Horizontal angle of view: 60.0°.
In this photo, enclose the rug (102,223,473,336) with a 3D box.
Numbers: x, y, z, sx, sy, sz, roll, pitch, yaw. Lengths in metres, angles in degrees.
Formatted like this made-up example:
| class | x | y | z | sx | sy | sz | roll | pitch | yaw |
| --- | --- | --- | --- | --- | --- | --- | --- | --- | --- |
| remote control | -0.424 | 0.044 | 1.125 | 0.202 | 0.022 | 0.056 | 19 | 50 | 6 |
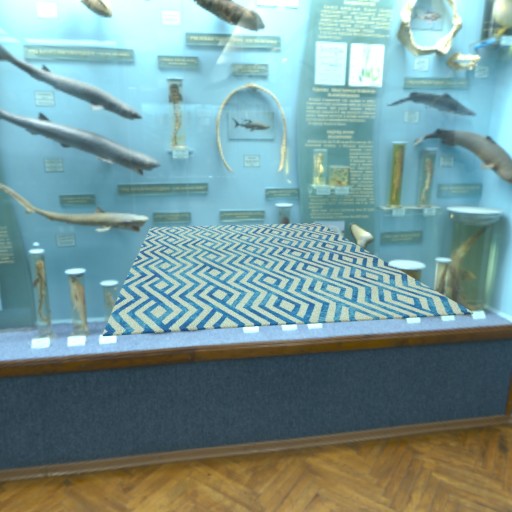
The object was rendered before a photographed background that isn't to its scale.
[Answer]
| class | x | y | z | sx | sy | sz | roll | pitch | yaw |
| --- | --- | --- | --- | --- | --- | --- | --- | --- | --- |
| rug | 0.000 | 0.000 | 2.301 | 1.225 | 0.008 | 1.830 | -2 | 14 | -8 |
